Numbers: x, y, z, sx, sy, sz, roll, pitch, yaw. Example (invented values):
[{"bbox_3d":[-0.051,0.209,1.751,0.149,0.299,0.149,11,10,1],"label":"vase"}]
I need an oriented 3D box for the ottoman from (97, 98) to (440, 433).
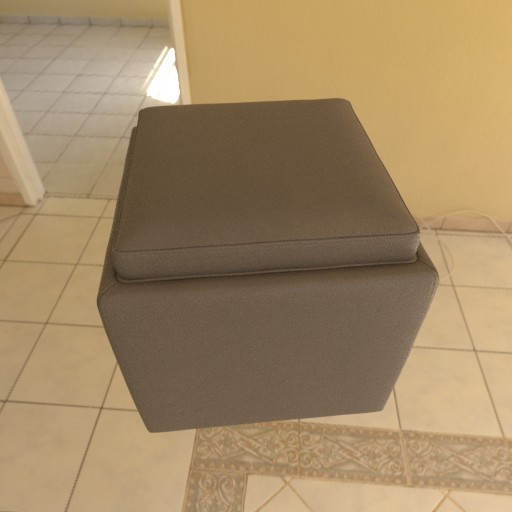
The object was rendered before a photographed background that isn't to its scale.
[{"bbox_3d":[0.000,0.000,0.812,0.451,0.460,0.450,-4,44,-4],"label":"ottoman"}]
